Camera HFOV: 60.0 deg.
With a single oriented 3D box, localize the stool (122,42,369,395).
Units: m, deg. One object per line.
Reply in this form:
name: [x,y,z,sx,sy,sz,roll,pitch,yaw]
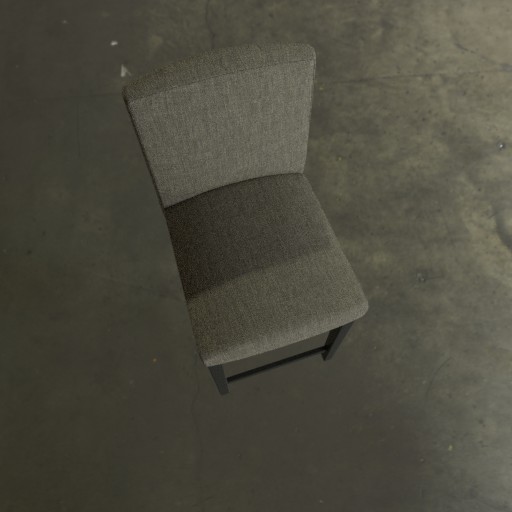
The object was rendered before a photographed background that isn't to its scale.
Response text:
stool: [0.000,0.000,1.269,0.451,0.966,0.552,-16,64,-8]
